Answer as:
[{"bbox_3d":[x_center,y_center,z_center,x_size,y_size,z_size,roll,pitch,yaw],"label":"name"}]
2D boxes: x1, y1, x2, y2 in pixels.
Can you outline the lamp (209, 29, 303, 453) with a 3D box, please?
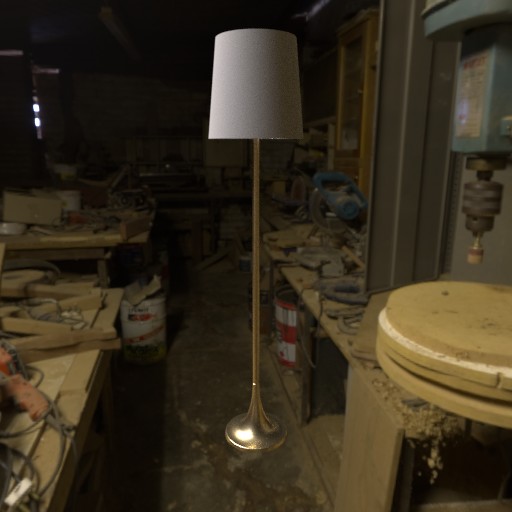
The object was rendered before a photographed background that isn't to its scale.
[{"bbox_3d":[0.000,0.000,1.691,0.337,1.543,0.337,0,14,0],"label":"lamp"}]
